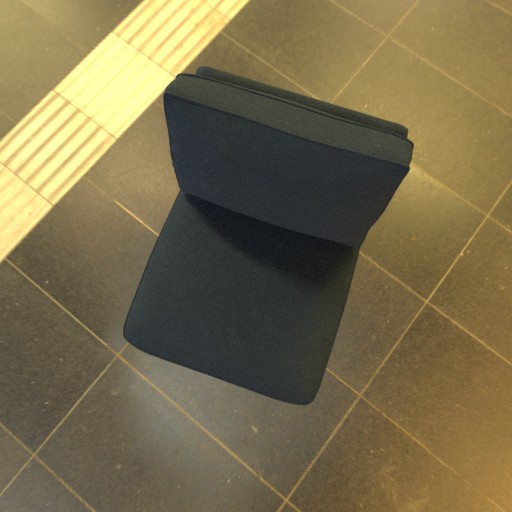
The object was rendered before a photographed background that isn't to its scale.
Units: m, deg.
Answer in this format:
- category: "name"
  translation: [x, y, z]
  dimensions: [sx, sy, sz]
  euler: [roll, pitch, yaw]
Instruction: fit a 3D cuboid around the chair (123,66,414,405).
- category: "chair"
  translation: [0.000, 0.000, 1.637]
  dimensions: [0.724, 1.052, 0.912]
  euler: [18, 77, 4]
